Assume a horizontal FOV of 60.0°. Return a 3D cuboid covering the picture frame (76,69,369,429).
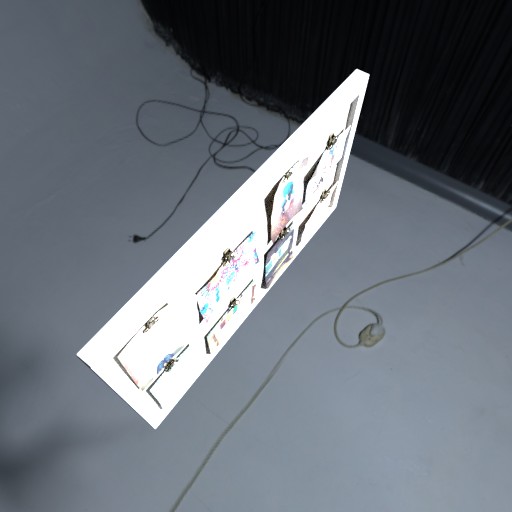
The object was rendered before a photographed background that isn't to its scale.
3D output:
[{"bbox_3d":[0.000,0.000,0.802,0.044,0.379,0.647,32,64,18],"label":"picture frame"}]
